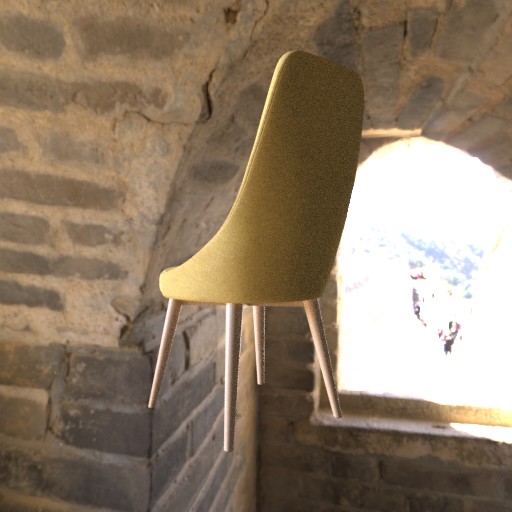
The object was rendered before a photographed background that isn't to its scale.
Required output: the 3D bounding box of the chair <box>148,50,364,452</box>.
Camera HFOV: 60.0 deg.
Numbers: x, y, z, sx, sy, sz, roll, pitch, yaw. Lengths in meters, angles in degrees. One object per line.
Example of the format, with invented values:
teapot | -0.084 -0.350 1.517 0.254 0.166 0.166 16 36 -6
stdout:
chair | 0.000 0.000 1.428 0.510 1.040 0.660 0 0 -36
